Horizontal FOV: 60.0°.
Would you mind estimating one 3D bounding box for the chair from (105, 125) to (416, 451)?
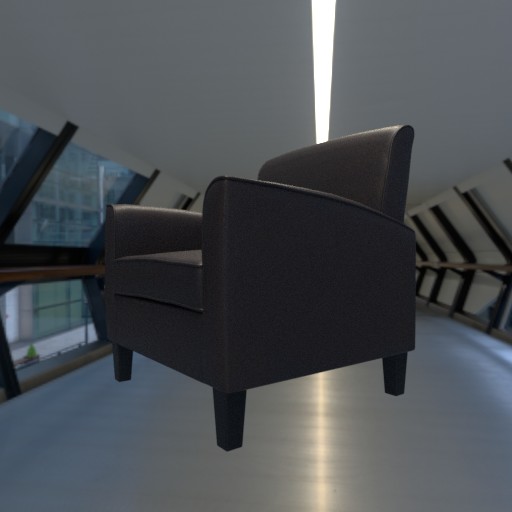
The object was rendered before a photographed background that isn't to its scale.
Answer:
[{"bbox_3d":[0.000,0.000,1.564,0.819,0.916,0.820,0,1,-37],"label":"chair"}]
